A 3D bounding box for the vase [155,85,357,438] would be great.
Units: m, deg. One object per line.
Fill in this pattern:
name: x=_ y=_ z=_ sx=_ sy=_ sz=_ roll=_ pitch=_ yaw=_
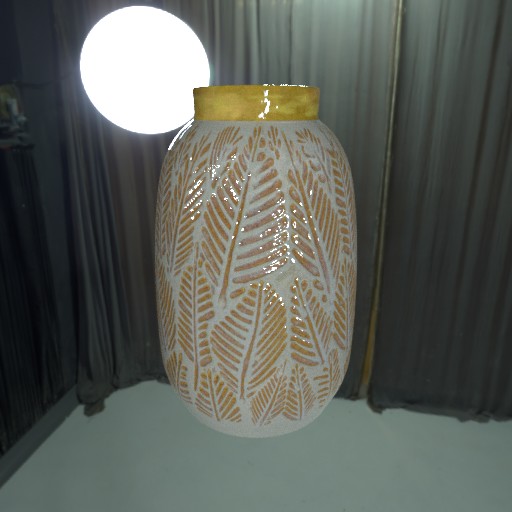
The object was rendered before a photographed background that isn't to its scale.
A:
vase: x=0.000 y=0.000 z=0.380 sx=0.172 sy=0.270 sz=0.172 roll=0 pitch=18 yaw=0
